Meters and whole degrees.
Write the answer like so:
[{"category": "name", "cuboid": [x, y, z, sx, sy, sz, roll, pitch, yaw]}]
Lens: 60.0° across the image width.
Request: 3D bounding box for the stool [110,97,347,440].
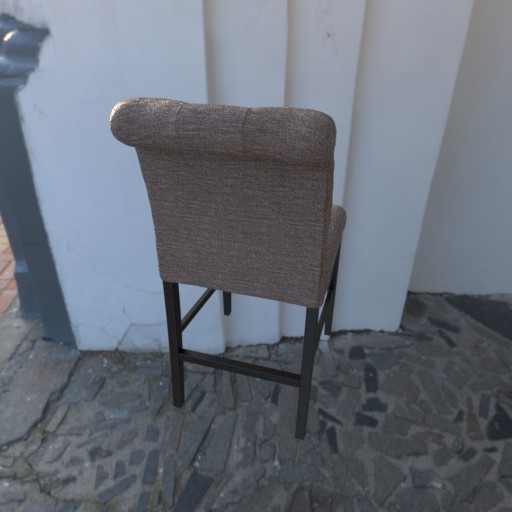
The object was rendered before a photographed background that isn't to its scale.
[{"category": "stool", "cuboid": [0.000, 0.000, 1.300, 0.457, 0.970, 0.611, 9, 33, 14]}]
